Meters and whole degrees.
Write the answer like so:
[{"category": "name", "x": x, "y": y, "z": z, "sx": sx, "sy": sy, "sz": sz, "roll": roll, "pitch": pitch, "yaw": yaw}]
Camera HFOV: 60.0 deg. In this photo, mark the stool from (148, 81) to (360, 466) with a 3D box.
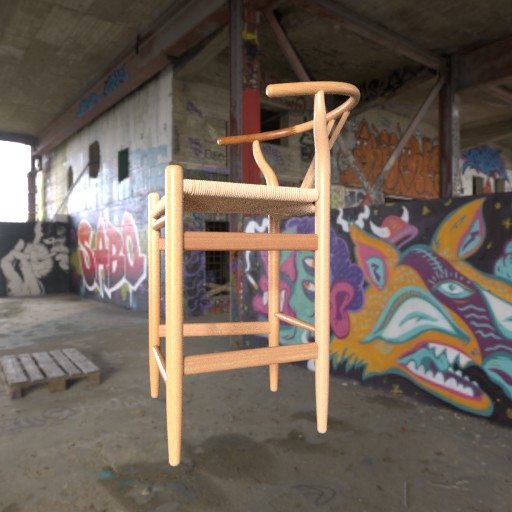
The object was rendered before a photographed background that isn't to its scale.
[{"category": "stool", "x": 0.000, "y": 0.000, "z": 1.296, "sx": 0.575, "sy": 0.923, "sz": 0.536, "roll": 0, "pitch": 1, "yaw": -18}]
